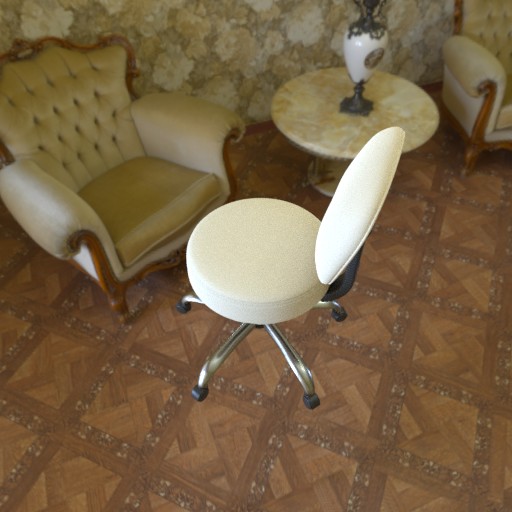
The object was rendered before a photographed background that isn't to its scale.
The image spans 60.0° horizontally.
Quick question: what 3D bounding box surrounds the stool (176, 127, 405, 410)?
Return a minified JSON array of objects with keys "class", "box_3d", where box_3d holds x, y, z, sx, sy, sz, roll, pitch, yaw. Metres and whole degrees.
[{"class":"stool","box_3d":[0.000,0.000,1.260,0.616,0.810,0.609,16,49,15]}]
